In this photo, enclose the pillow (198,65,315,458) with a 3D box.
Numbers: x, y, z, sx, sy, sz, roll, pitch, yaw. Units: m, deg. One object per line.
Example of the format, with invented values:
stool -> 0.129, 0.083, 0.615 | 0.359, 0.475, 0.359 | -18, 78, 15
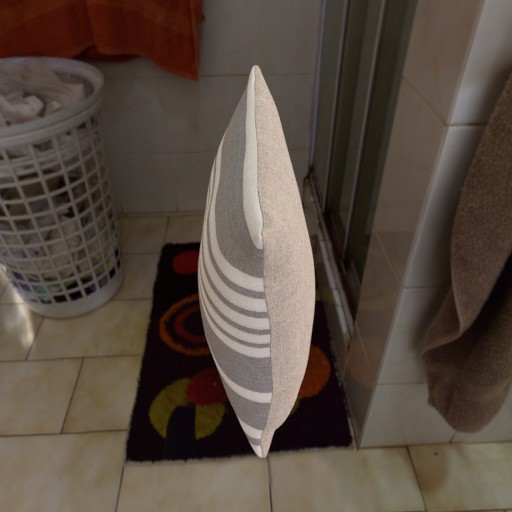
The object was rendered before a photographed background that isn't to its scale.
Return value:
pillow -> 0.000, 0.000, 0.687 | 0.182, 0.440, 0.439 | 0, 41, 0
